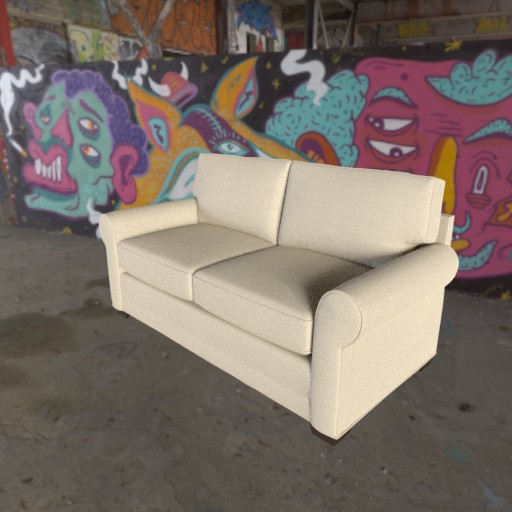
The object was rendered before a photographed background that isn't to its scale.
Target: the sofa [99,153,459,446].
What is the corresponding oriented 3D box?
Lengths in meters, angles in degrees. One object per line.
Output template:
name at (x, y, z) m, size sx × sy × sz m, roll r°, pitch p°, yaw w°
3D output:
sofa at (0.000, 0.000, 2.283) m, size 1.774 × 0.933 × 0.861 m, roll 17°, pitch 25°, yaw 42°
